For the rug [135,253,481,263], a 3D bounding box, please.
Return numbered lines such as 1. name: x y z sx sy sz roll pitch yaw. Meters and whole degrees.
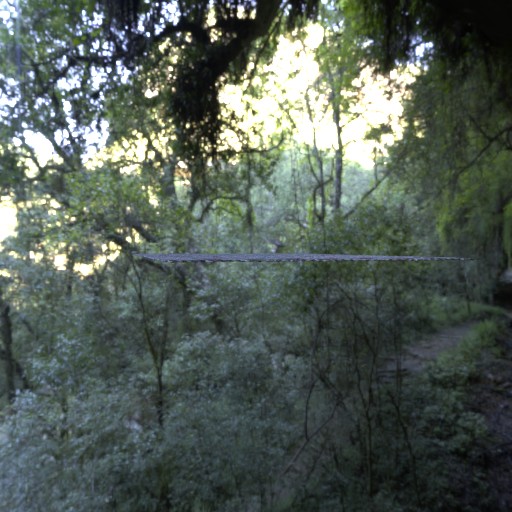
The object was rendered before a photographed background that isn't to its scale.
1. rug: 0.000 0.000 3.031 1.524 0.011 2.438 0 1 -18
